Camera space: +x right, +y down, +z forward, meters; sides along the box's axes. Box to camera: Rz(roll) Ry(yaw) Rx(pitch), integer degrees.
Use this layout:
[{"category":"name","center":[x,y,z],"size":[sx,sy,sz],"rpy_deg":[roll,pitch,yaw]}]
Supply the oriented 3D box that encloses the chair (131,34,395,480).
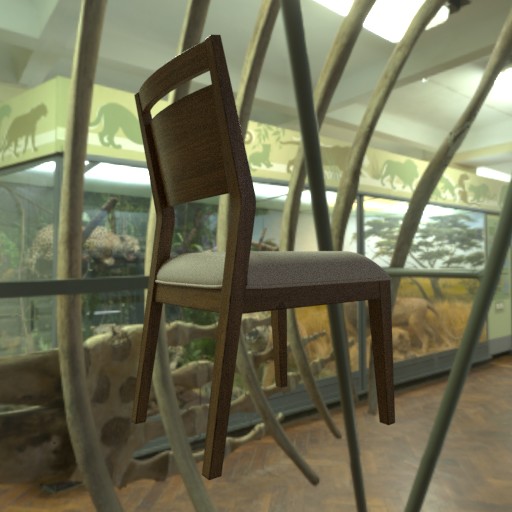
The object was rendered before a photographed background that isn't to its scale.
[{"category":"chair","center":[0.000,0.000,1.265],"size":[0.610,0.939,0.497],"rpy_deg":[1,-1,-37]}]
